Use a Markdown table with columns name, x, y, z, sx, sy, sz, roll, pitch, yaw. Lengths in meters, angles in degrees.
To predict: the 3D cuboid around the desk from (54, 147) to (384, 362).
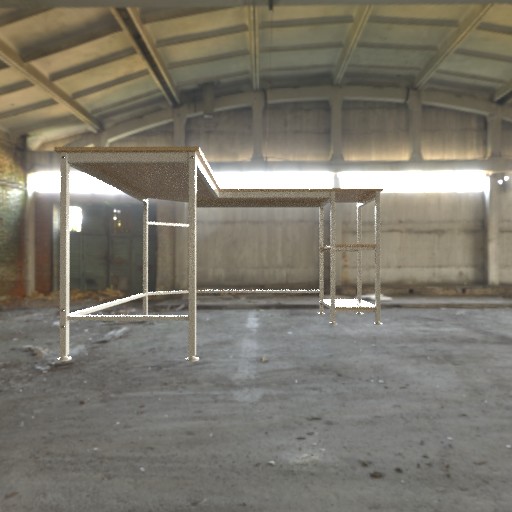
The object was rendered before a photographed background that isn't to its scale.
| name | x | y | z | sx | sy | sz | roll | pitch | yaw |
| --- | --- | --- | --- | --- | --- | --- | --- | --- | --- |
| desk | 0.000 | 0.000 | 2.210 | 1.379 | 0.739 | 1.379 | 0 | -1 | 1 |
